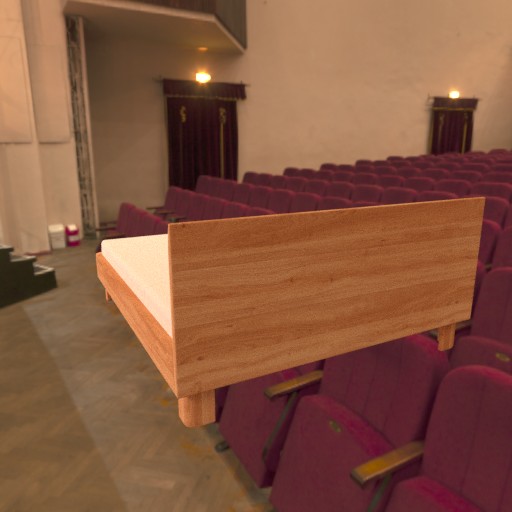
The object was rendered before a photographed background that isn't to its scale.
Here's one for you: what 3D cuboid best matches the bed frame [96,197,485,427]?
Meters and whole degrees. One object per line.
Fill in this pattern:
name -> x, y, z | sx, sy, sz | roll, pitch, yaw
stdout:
bed frame -> 0.000, 0.000, 3.125 | 1.872, 0.940, 2.092 | -7, 16, -27
